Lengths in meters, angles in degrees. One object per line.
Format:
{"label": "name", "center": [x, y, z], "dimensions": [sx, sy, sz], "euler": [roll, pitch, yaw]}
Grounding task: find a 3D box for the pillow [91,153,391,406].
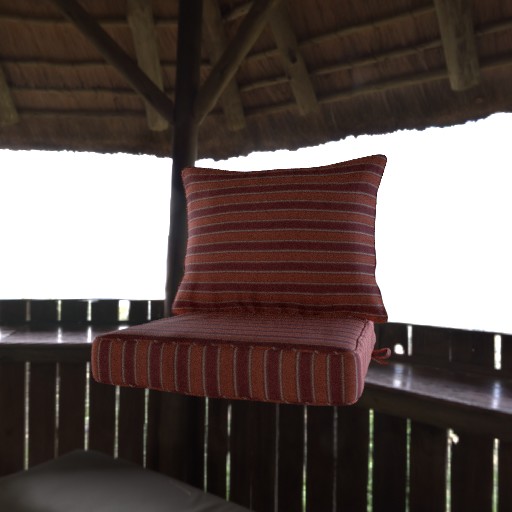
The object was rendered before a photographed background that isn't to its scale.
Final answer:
{"label": "pillow", "center": [0.000, 0.000, 1.385], "dimensions": [0.799, 0.723, 0.733], "euler": [0, -1, 17]}
